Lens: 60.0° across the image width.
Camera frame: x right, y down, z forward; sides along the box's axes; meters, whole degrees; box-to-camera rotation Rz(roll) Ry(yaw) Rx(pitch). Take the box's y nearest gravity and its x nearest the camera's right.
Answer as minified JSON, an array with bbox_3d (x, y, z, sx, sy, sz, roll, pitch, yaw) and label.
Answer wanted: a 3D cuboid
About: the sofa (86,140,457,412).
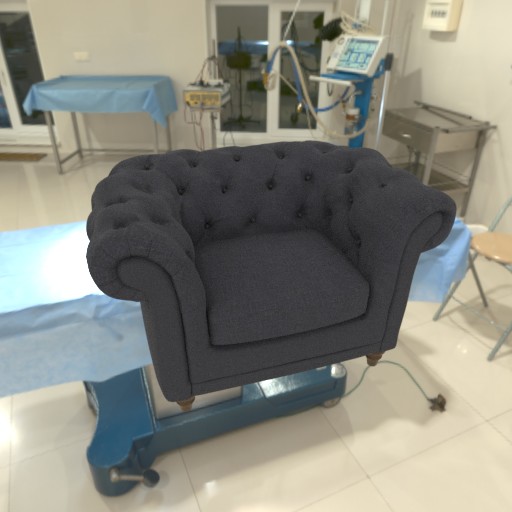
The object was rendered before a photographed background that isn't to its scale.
[{"bbox_3d":[0.000,0.000,2.089,1.405,0.878,1.032,-9,31,-15],"label":"sofa"}]
